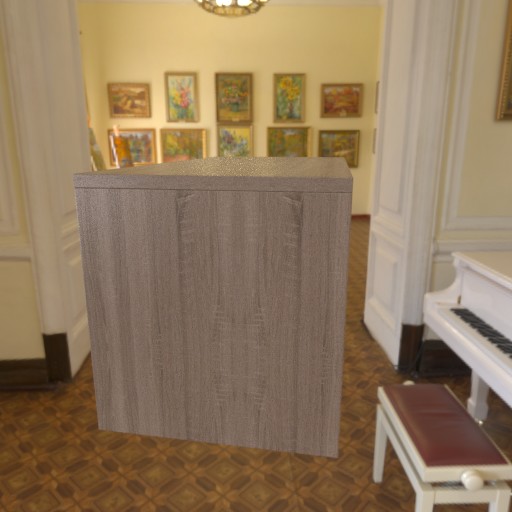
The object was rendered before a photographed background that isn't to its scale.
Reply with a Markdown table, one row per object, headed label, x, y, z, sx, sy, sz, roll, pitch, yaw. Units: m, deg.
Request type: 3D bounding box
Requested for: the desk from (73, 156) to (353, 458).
| label | x | y | z | sx | sy | sz | roll | pitch | yaw |
| --- | --- | --- | --- | --- | --- | --- | --- | --- | --- |
| desk | 0.000 | 0.000 | 1.806 | 0.690 | 0.745 | 1.380 | 3 | 15 | 10 |
